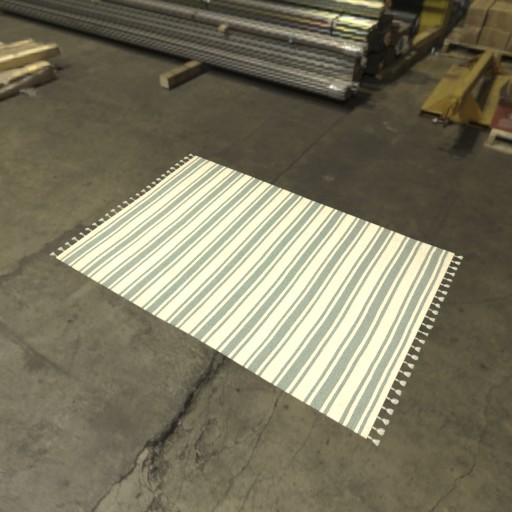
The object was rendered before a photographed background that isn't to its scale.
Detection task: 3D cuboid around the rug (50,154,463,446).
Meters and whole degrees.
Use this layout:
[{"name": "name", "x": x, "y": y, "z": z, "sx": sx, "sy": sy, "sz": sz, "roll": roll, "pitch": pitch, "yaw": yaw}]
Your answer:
[{"name": "rug", "x": 0.000, "y": 0.000, "z": 3.050, "sx": 2.410, "sy": 0.011, "sz": 1.539, "roll": 25, "pitch": 50, "yaw": 23}]
